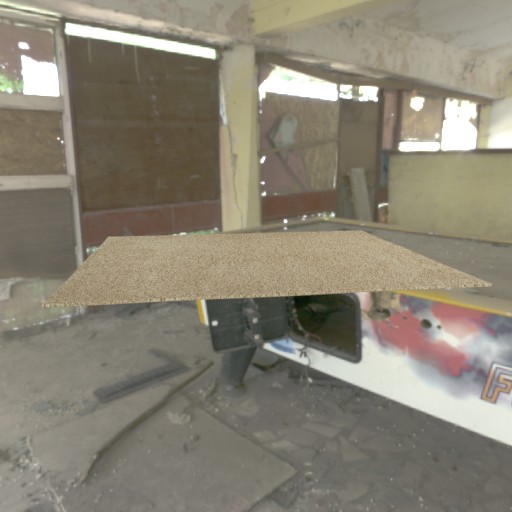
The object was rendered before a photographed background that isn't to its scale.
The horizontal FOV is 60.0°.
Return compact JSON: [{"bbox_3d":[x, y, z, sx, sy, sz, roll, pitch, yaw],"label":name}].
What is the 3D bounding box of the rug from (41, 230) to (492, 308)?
[{"bbox_3d":[0.000,0.000,4.065,3.000,0.025,2.400,-2,13,-9],"label":"rug"}]
